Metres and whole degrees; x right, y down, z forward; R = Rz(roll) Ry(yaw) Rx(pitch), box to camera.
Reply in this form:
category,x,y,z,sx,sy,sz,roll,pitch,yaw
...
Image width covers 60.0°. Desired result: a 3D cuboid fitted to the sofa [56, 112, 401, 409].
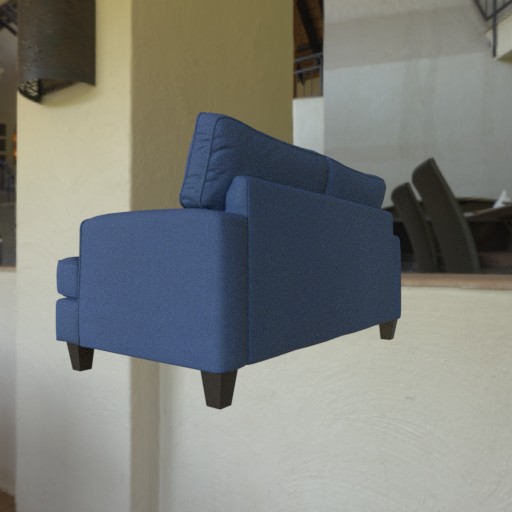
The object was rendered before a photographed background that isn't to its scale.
category,x,y,z,sx,sy,sz,roll,pitch,yaw
sofa,0.000,0.000,2.244,0.965,0.965,1.651,0,-1,36
